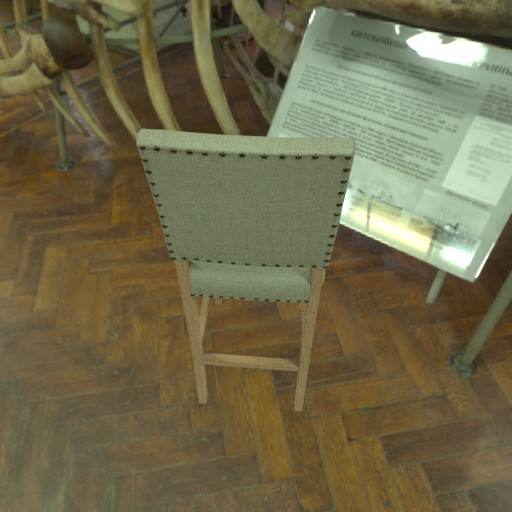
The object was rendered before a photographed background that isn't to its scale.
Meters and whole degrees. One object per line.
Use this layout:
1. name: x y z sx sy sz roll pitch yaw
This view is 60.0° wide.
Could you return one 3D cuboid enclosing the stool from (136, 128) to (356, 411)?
1. stool: 0.000 0.000 1.483 0.445 1.203 0.585 3 46 3
